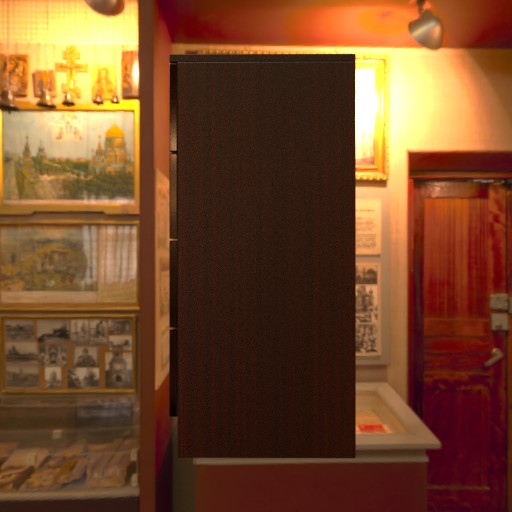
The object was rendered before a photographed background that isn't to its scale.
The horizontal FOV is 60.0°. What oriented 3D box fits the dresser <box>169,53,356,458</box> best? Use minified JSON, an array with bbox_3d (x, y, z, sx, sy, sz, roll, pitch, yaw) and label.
[{"bbox_3d":[0.000,0.000,1.164,0.360,0.720,0.750,0,0,0],"label":"dresser"}]
